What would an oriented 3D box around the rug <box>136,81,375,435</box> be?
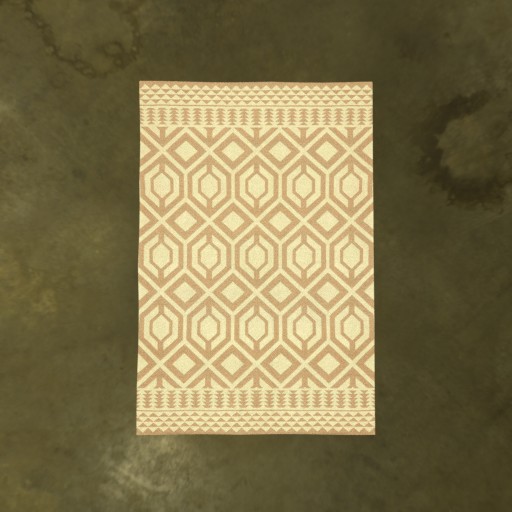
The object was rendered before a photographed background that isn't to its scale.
[{"bbox_3d":[0.000,0.000,2.294,1.219,0.008,1.829,0,88,0],"label":"rug"}]
